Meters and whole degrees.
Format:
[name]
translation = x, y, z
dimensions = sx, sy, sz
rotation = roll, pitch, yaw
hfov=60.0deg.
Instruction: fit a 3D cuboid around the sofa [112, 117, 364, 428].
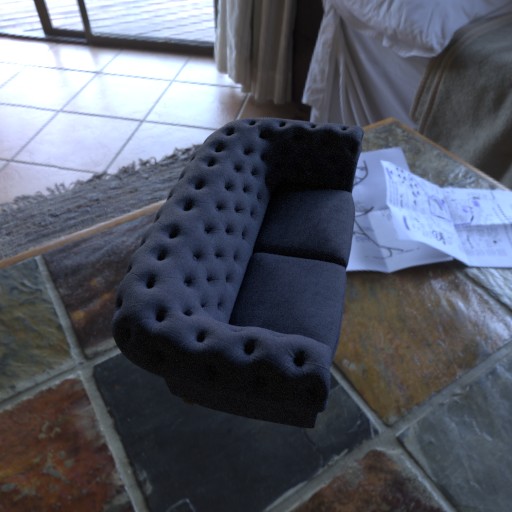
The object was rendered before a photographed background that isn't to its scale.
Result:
[sofa]
translation = 0.000, 0.000, 2.614
dimensions = 1.082, 0.833, 1.988
rotation = 10, 47, 9
